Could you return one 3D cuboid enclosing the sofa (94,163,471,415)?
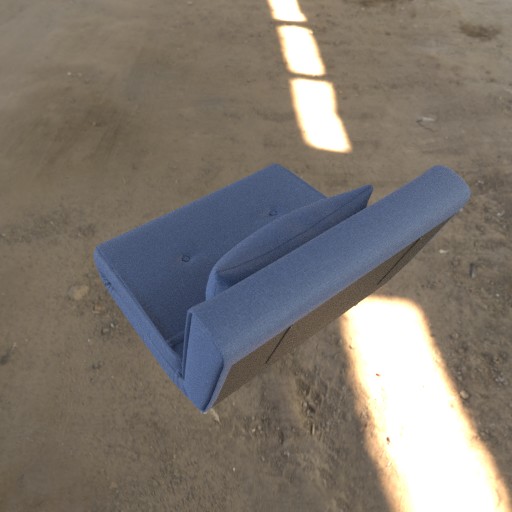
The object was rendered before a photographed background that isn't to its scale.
[{"bbox_3d":[0.000,0.000,1.745,0.999,0.860,0.996,-30,53,-25],"label":"sofa"}]
